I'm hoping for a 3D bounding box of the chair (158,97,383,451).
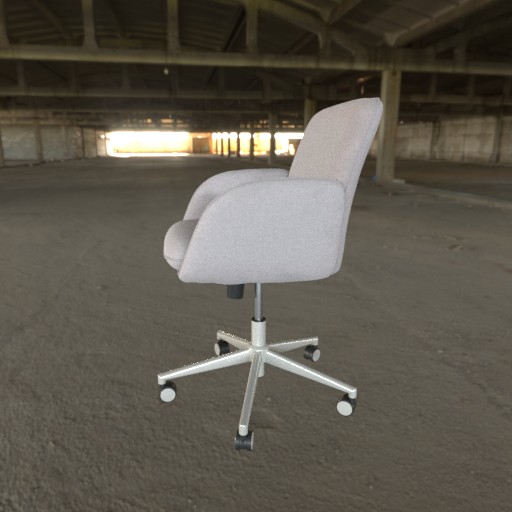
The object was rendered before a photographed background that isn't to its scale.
[{"bbox_3d":[0.000,0.000,1.415,0.654,0.959,0.648,-3,14,-10],"label":"chair"}]
